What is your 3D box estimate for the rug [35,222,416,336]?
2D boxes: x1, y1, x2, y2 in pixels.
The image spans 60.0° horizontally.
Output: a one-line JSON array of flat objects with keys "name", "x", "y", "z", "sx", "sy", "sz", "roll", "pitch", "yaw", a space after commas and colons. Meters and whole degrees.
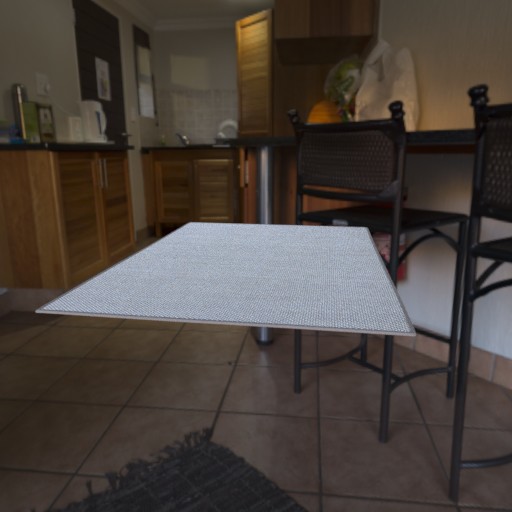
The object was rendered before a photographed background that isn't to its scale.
[{"name": "rug", "x": 0.000, "y": 0.000, "z": 2.719, "sx": 1.517, "sy": 0.013, "sz": 2.115, "roll": 2, "pitch": 15, "yaw": 9}]
